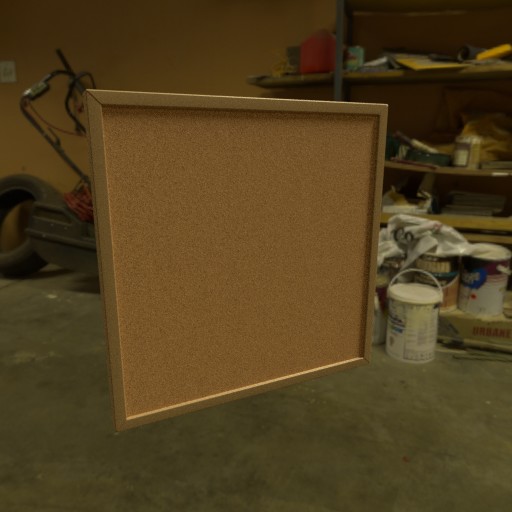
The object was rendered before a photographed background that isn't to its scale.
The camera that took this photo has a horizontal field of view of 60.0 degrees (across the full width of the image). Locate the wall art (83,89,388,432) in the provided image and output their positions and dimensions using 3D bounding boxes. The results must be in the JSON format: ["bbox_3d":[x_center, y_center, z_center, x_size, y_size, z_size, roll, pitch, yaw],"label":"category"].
[{"bbox_3d":[0.000,0.000,0.759,0.509,0.509,0.036,-7,16,-25],"label":"wall art"}]
